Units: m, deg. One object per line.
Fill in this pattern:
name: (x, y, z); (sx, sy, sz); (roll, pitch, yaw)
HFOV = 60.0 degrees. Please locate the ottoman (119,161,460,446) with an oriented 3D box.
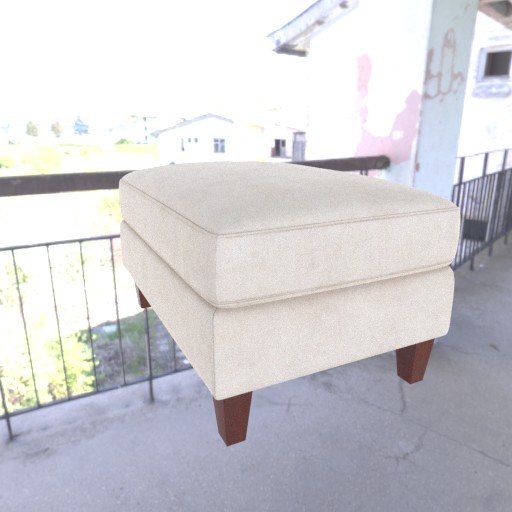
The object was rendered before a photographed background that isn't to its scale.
ottoman: (0.000, 0.000, 1.213); (0.584, 0.483, 0.864); (-8, 19, -25)
